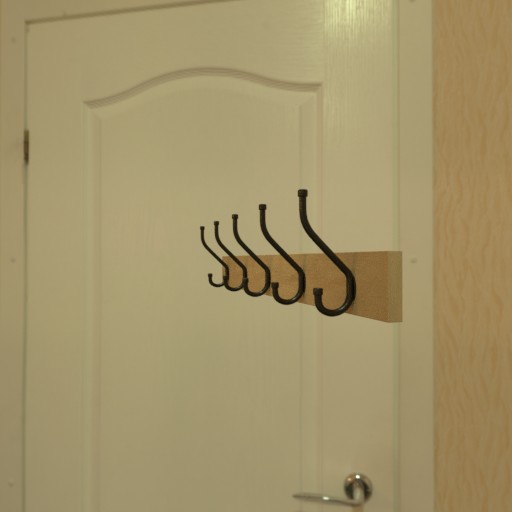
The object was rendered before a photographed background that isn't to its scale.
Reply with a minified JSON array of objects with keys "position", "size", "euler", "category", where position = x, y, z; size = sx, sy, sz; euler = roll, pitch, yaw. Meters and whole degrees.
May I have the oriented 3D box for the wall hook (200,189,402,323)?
[{"position":[0.000,0.000,0.631],"size":[0.071,0.117,0.571],"euler":[0,-1,-18],"category":"wall hook"}]
